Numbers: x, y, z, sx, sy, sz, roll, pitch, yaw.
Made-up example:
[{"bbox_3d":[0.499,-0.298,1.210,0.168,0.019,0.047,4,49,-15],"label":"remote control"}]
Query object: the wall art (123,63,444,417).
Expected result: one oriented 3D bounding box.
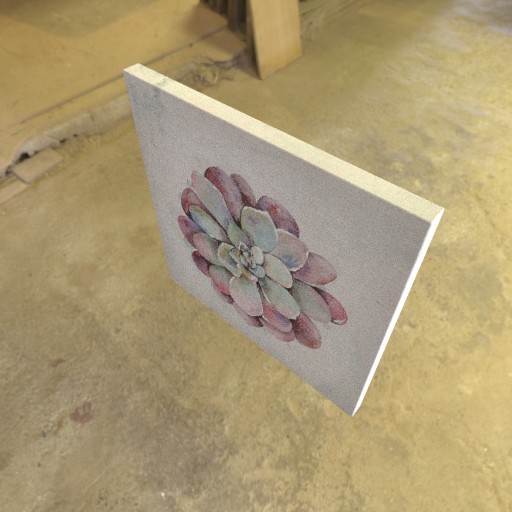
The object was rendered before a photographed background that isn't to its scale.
[{"bbox_3d":[0.000,0.000,0.908,0.605,0.605,0.044,33,56,26],"label":"wall art"}]
